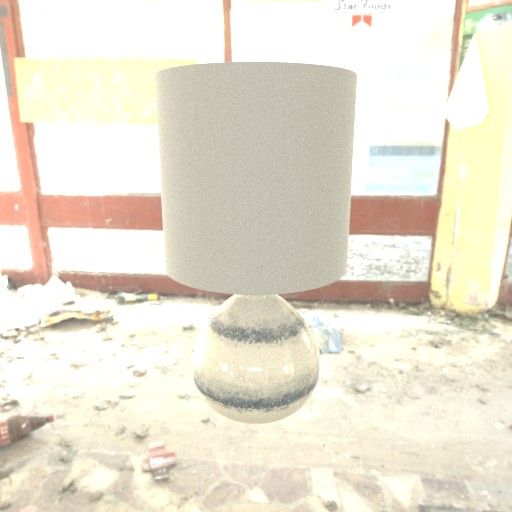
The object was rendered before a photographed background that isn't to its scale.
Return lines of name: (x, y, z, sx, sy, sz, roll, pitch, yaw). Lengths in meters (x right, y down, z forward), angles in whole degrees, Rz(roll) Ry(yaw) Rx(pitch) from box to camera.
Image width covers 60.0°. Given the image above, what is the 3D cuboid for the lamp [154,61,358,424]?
lamp: (0.000, 0.000, 0.536, 0.216, 0.404, 0.216, 7, 17, 26)
